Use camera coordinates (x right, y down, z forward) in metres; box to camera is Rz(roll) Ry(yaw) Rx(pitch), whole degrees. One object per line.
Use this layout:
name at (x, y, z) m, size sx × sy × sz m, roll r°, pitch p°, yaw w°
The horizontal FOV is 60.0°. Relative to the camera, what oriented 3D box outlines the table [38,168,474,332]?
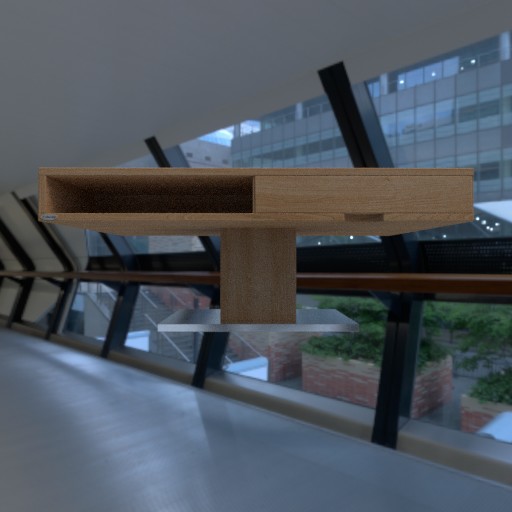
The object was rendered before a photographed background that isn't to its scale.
table at (0.000, 0.000, 1.466) m, size 1.100 × 0.440 × 0.700 m, roll 0°, pitch 0°, yaw 0°
